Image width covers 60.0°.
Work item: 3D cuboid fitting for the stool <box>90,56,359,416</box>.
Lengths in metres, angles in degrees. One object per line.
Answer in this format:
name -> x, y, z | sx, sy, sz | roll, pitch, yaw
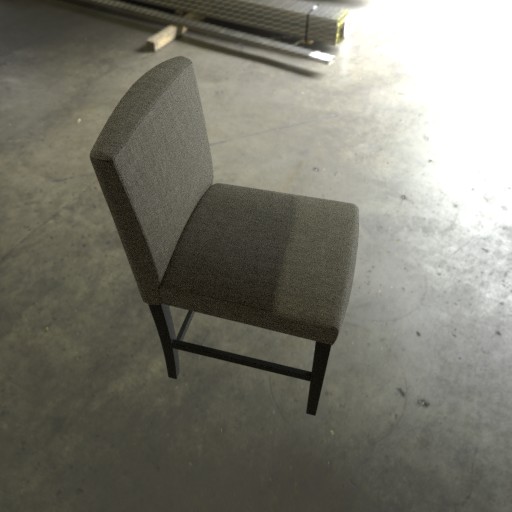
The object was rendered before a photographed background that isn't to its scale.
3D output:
stool -> 0.000, 0.000, 1.265 | 0.552, 0.966, 0.451 | 11, 49, 10
